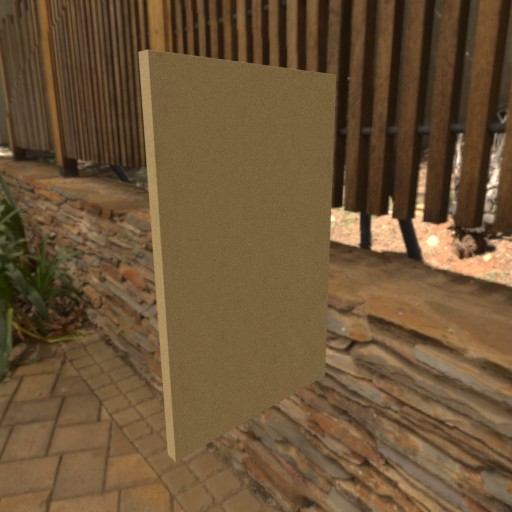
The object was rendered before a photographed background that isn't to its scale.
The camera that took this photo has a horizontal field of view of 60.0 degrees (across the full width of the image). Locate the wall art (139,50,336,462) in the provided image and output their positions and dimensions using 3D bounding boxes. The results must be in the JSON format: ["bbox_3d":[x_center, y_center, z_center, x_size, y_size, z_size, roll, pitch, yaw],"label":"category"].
[{"bbox_3d":[0.000,0.000,1.016,0.510,0.810,0.039,-14,21,-41],"label":"wall art"}]
